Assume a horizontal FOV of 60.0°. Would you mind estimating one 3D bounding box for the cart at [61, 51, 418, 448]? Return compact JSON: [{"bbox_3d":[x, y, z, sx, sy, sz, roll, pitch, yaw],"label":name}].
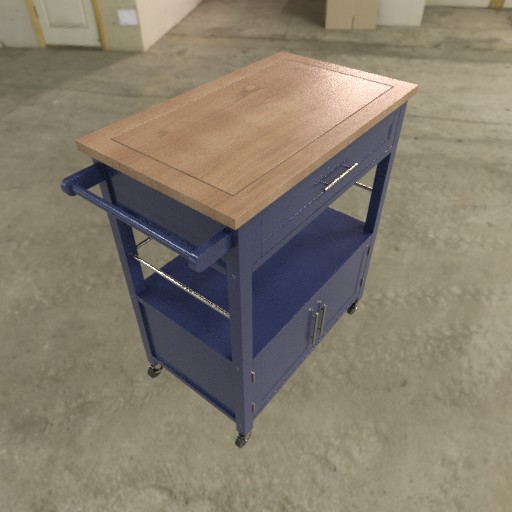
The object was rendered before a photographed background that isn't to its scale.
[{"bbox_3d":[0.000,0.000,1.355,0.459,0.901,0.840,28,49,28],"label":"cart"}]
